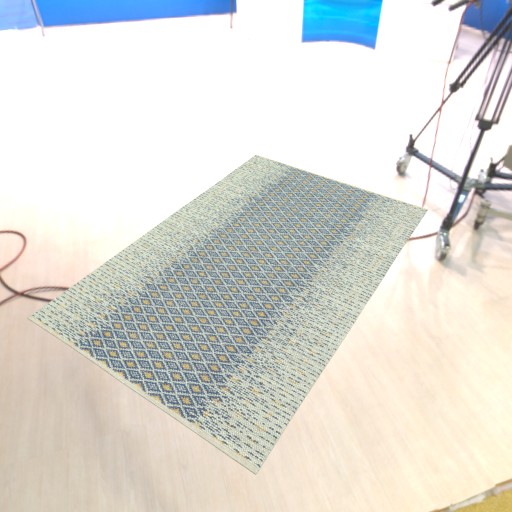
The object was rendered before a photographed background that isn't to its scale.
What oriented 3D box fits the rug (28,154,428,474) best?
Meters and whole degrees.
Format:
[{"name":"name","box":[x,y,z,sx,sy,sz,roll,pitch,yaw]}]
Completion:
[{"name":"rug","box":[0.000,0.000,2.284,1.219,0.005,1.828,23,46,25]}]
